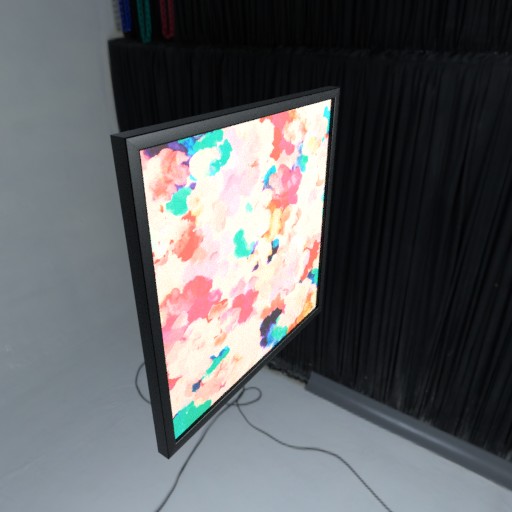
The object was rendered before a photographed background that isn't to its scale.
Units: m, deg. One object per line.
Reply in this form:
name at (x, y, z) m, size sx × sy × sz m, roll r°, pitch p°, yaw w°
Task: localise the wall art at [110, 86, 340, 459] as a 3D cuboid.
wall art at (0.000, 0.000, 1.153) m, size 0.036 × 0.755 × 0.756 m, roll 19°, pitch 33°, yaw 31°
